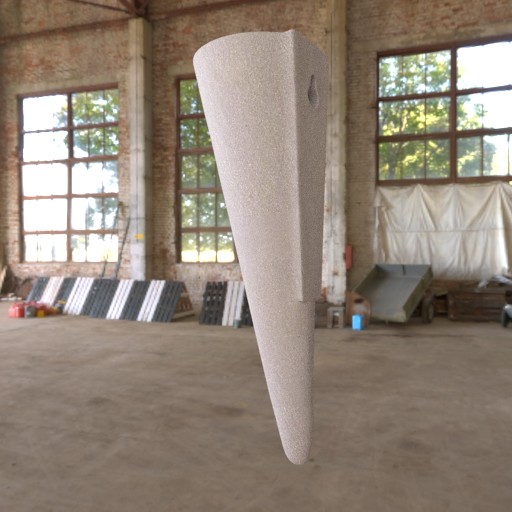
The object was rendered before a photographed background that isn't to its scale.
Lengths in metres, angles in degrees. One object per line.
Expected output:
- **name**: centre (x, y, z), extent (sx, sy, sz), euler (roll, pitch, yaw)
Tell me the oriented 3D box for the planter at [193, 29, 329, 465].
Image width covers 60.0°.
- **planter**: centre (0.000, 0.000, 0.295), extent (0.087, 0.259, 0.078), euler (0, 1, 36)
